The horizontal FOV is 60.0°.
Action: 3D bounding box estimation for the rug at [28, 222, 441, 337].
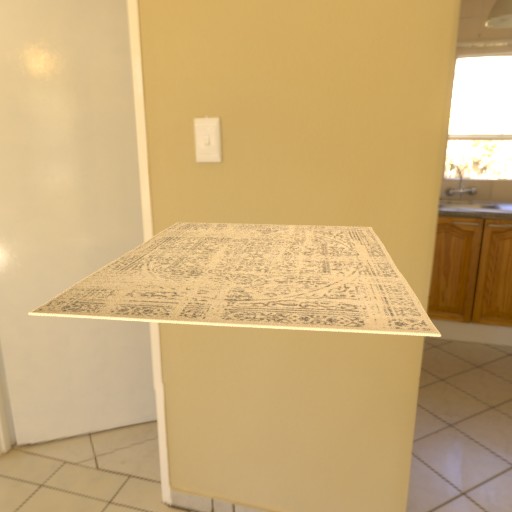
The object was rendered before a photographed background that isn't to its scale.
[{"bbox_3d":[0.000,0.000,3.819,2.311,0.032,2.921,2,15,7],"label":"rug"}]
